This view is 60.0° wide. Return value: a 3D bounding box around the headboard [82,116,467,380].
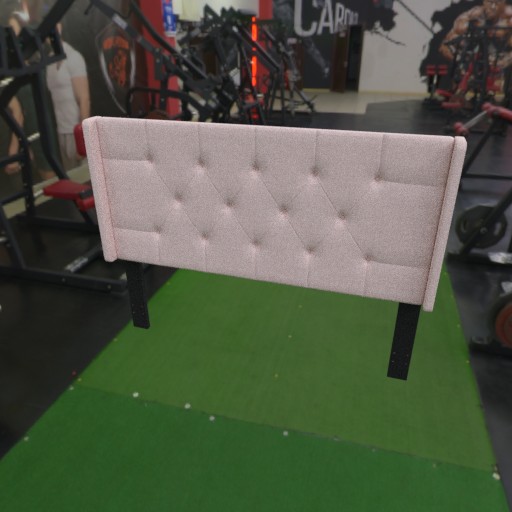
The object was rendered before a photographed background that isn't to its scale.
[{"bbox_3d":[0.000,0.000,2.680,2.051,1.524,0.184,8,27,16],"label":"headboard"}]
